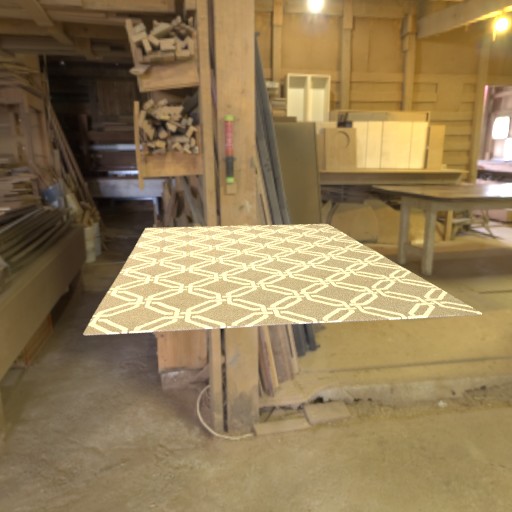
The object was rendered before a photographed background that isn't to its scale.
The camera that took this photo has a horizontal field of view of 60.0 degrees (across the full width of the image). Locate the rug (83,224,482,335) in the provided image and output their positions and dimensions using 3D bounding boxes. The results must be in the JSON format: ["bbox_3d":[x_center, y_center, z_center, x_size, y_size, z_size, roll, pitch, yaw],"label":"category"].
[{"bbox_3d":[0.000,0.000,4.288,2.441,0.020,3.419,-2,14,-8],"label":"rug"}]
